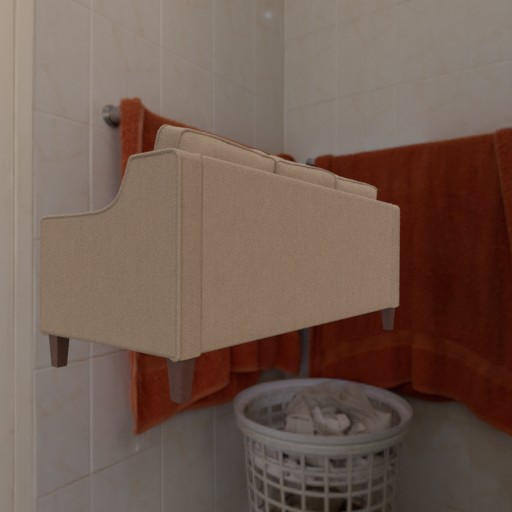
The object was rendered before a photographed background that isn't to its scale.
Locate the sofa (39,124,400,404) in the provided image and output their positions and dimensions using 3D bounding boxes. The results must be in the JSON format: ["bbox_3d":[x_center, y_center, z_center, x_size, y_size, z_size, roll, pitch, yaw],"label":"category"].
[{"bbox_3d":[0.000,0.000,2.461,0.911,0.974,1.986,0,0,38],"label":"sofa"}]
